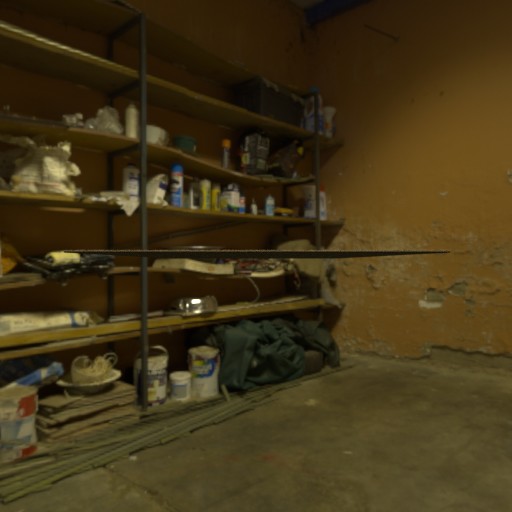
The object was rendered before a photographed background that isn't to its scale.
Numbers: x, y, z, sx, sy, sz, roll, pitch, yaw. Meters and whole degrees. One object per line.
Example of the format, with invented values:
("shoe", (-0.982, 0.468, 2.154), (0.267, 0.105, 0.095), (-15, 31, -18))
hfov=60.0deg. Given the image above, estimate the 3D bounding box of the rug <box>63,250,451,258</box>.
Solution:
("rug", (0.000, 0.000, 2.307), (1.219, 0.008, 1.829), (0, -1, 0))
